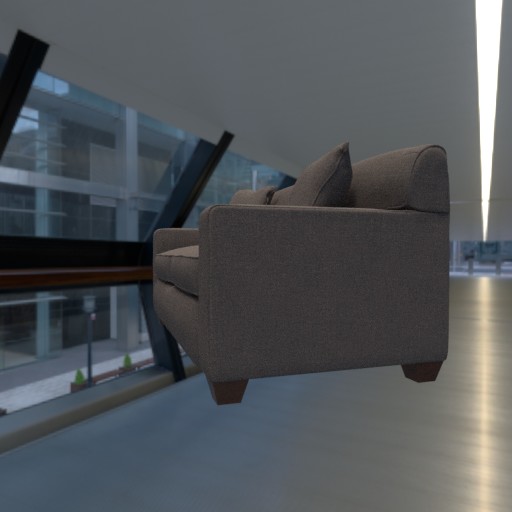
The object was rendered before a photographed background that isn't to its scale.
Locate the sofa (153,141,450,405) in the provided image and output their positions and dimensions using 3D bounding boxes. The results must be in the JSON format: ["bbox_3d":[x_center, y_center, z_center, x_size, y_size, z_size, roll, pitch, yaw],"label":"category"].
[{"bbox_3d":[0.000,0.000,2.413,1.000,0.958,1.846,0,1,-18],"label":"sofa"}]
